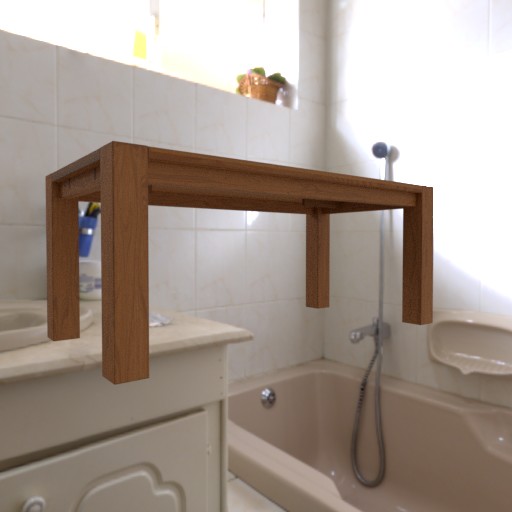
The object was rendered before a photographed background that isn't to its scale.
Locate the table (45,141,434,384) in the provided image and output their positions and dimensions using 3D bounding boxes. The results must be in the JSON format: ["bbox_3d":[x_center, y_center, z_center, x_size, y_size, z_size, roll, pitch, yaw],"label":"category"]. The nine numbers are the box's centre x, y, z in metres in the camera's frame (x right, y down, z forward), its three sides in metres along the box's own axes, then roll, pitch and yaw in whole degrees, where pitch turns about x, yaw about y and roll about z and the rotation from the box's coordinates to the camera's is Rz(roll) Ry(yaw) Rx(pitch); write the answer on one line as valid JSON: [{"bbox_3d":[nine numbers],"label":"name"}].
[{"bbox_3d":[0.000,0.000,2.278,1.800,0.760,0.900,-1,2,-37],"label":"table"}]
